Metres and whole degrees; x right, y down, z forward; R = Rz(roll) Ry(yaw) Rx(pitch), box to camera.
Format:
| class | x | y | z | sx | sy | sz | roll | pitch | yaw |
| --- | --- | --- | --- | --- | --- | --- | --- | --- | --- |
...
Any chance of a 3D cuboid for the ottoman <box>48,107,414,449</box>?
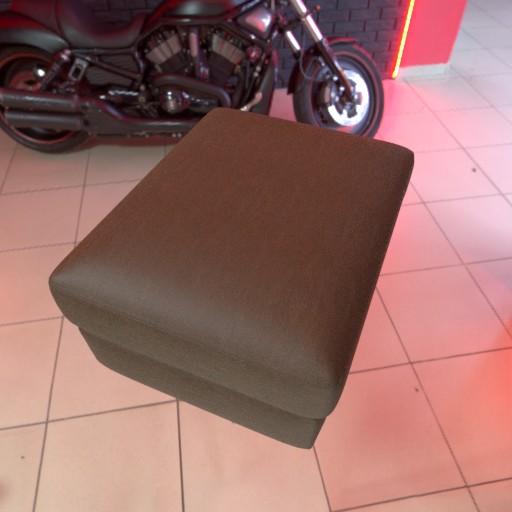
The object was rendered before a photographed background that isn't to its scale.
| class | x | y | z | sx | sy | sz | roll | pitch | yaw |
| --- | --- | --- | --- | --- | --- | --- | --- | --- | --- |
| ottoman | 0.000 | 0.000 | 1.169 | 0.635 | 0.508 | 0.787 | 17 | 49 | 16 |
